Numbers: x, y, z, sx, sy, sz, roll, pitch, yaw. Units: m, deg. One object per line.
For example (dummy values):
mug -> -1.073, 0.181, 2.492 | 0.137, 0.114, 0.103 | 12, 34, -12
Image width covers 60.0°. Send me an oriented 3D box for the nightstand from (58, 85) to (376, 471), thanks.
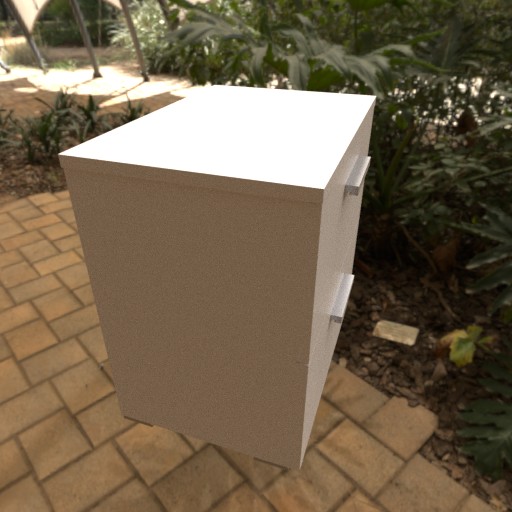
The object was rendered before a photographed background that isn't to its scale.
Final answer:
nightstand -> 0.000, 0.000, 0.758 | 0.325, 0.460, 0.441 | 10, 33, 16
